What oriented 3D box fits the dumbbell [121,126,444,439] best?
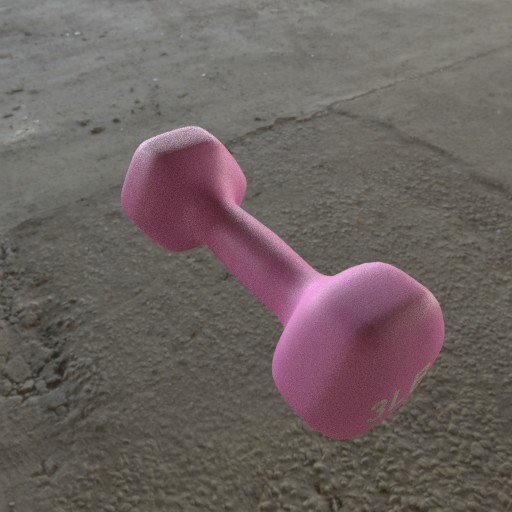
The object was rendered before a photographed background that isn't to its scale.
[{"bbox_3d":[0.000,0.000,0.188,0.064,0.058,0.159,-26,48,-26],"label":"dumbbell"}]
